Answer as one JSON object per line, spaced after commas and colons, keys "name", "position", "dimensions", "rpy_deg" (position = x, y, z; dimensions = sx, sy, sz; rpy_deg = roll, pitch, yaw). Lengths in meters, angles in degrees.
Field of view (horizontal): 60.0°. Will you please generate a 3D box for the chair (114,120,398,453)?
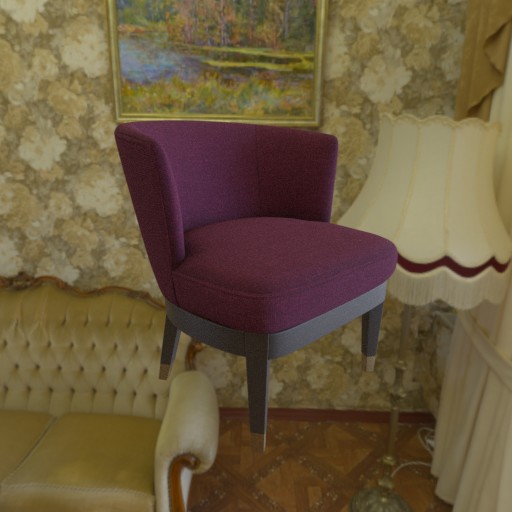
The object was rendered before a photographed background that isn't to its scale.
{"name": "chair", "position": [0.000, 0.000, 1.287], "dimensions": [0.660, 0.760, 0.700], "rpy_deg": [15, 22, 42]}
